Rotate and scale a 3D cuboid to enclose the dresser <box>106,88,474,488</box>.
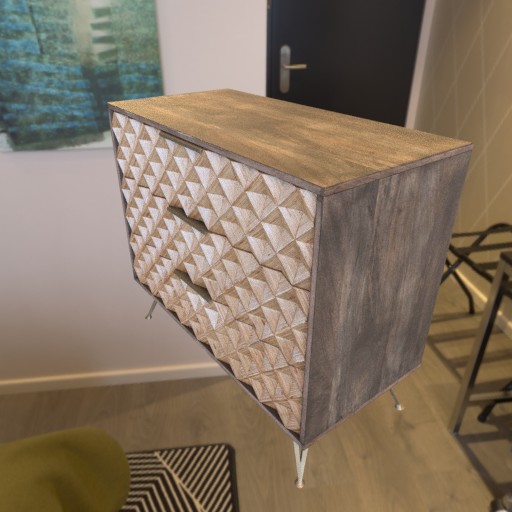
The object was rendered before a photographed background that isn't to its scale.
[{"bbox_3d":[0.000,0.000,1.331,0.453,0.801,0.923,-20,35,-32],"label":"dresser"}]
